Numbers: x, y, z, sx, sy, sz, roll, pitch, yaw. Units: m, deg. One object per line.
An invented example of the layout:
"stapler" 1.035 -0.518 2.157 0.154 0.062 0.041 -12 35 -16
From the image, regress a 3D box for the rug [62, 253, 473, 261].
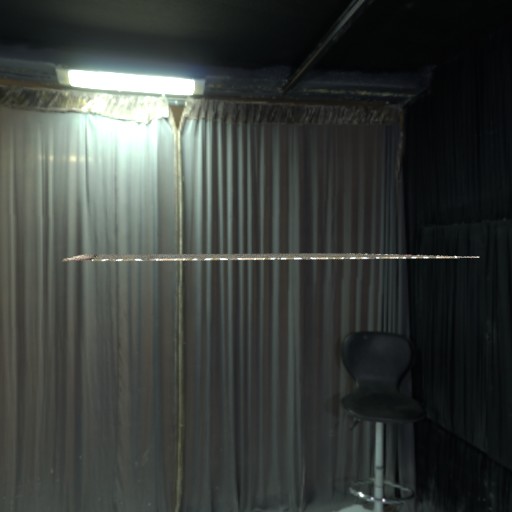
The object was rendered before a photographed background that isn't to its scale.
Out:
"rug" 0.000 0.000 2.378 1.829 0.008 1.219 0 1 -18
